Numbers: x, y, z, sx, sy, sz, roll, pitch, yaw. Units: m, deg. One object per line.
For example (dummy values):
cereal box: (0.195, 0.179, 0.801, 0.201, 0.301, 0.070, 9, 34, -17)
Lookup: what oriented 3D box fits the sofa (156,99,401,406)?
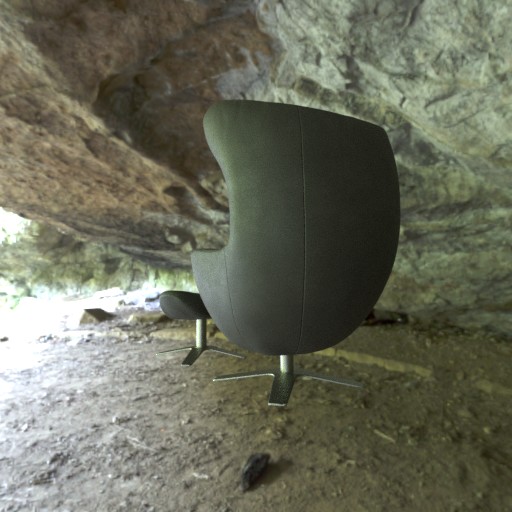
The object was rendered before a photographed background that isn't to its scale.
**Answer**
sofa: (0.000, 0.000, 2.163, 0.894, 1.135, 1.444, 1, -2, -34)
